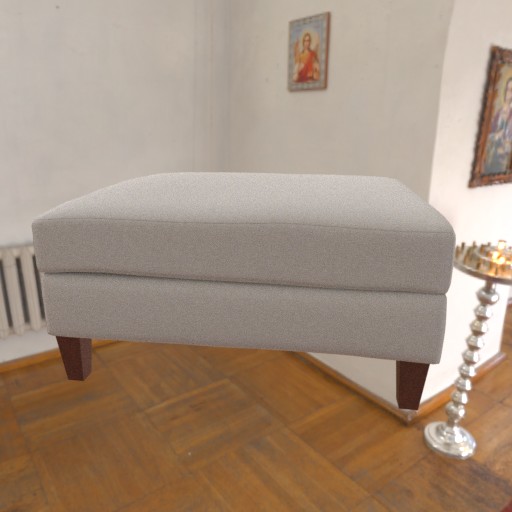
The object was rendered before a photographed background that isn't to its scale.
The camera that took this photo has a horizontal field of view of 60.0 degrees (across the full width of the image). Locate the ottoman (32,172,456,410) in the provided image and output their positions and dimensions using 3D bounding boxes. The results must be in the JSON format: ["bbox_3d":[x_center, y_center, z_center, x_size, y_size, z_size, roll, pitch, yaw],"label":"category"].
[{"bbox_3d":[0.000,0.000,1.403,0.976,0.492,0.836,2,17,8],"label":"ottoman"}]
